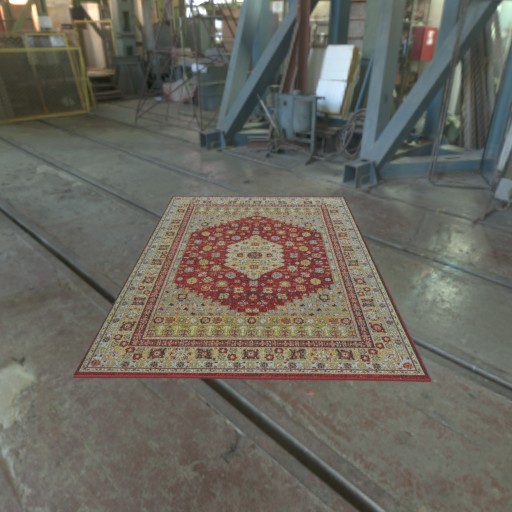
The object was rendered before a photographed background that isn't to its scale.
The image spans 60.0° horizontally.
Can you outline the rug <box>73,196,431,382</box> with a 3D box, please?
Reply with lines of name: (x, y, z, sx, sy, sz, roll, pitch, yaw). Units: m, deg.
rug: (0.000, 0.000, 2.276, 1.194, 0.013, 1.802, 0, 27, 1)
